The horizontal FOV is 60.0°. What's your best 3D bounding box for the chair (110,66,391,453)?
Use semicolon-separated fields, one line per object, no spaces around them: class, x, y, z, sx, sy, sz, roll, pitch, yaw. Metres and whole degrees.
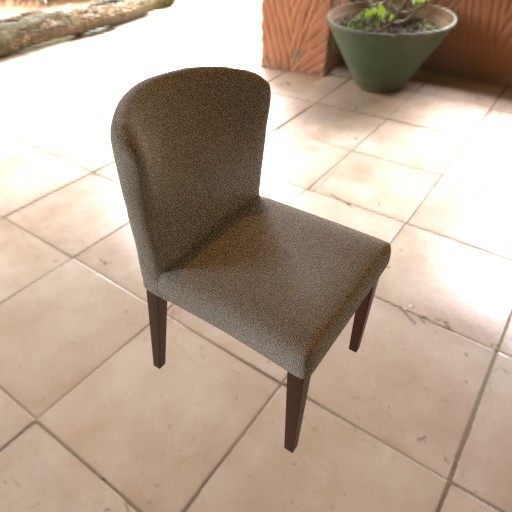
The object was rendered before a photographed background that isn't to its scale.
chair;0.000;0.000;1.179;0.589;0.839;0.491;24;45;26
